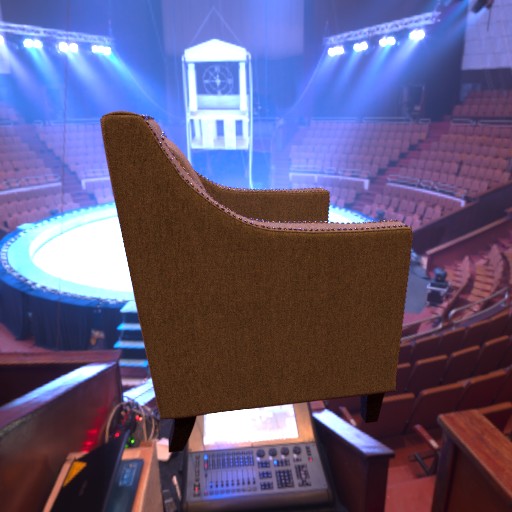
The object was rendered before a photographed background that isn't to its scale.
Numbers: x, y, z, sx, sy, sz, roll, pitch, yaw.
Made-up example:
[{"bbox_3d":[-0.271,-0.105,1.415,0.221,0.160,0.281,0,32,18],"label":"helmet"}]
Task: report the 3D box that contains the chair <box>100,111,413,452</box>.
[{"bbox_3d":[0.000,0.000,1.578,0.884,0.967,0.776,-3,17,-11],"label":"chair"}]
